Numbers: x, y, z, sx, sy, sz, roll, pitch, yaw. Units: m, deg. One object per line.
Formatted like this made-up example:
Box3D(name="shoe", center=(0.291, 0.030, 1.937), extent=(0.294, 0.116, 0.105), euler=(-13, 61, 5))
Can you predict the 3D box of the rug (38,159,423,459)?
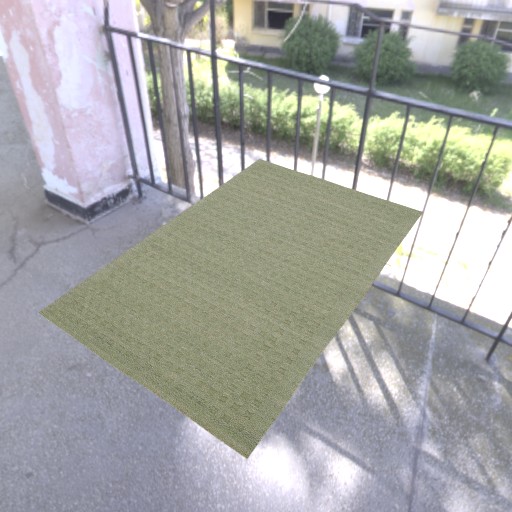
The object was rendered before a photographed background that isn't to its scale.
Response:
Box3D(name="rug", center=(0.000, 0.000, 2.260), extent=(1.143, 0.006, 1.747), euler=(24, 46, 26))
